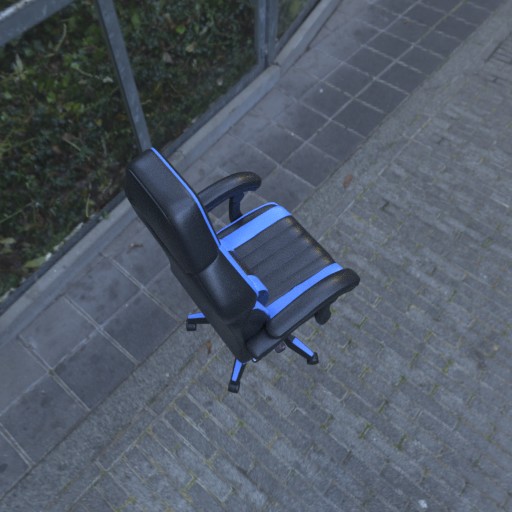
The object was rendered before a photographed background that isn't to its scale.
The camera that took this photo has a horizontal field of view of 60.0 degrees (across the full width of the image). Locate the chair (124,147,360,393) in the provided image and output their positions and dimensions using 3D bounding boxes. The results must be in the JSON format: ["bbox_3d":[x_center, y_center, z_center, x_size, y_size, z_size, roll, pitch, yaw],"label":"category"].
[{"bbox_3d":[0.000,0.000,1.716,0.700,1.280,0.700,-32,63,-19],"label":"chair"}]
